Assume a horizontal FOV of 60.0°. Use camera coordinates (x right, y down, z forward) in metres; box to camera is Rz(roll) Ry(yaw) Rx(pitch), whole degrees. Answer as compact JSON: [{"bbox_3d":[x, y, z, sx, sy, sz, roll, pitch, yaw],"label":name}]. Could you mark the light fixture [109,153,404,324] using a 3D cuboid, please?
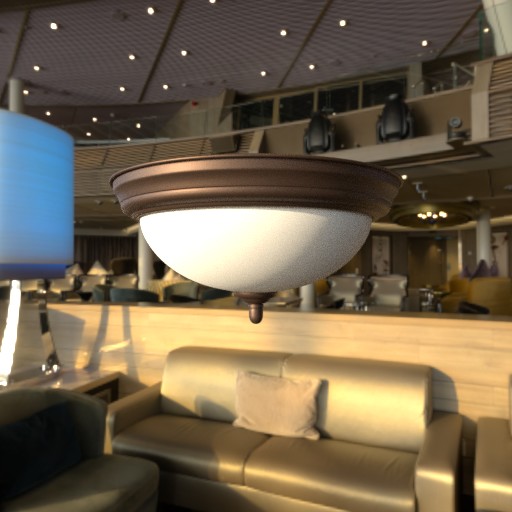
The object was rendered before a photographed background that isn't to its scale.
[{"bbox_3d":[0.000,0.000,0.442,0.280,0.135,0.280,0,-1,0],"label":"light fixture"}]
